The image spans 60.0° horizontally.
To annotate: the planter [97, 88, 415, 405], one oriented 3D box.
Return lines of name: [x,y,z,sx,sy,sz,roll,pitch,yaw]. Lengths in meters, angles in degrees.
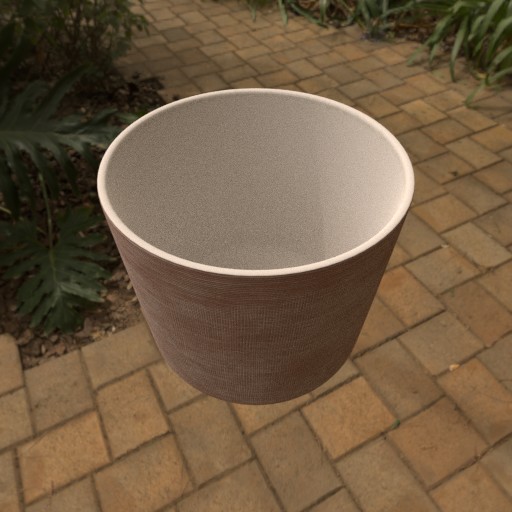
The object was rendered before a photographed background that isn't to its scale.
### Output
planter: [0.000,0.000,0.774,0.440,0.398,0.440,0,46,0]
